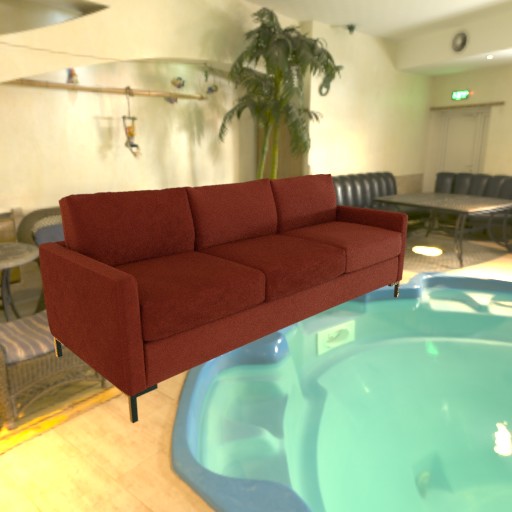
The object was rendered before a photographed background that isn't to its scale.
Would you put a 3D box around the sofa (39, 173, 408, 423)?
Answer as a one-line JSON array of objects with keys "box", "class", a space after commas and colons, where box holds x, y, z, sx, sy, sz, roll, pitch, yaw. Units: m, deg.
[{"box": [0.000, 0.000, 2.718, 2.252, 0.879, 0.875, -14, 20, -42], "class": "sofa"}]
